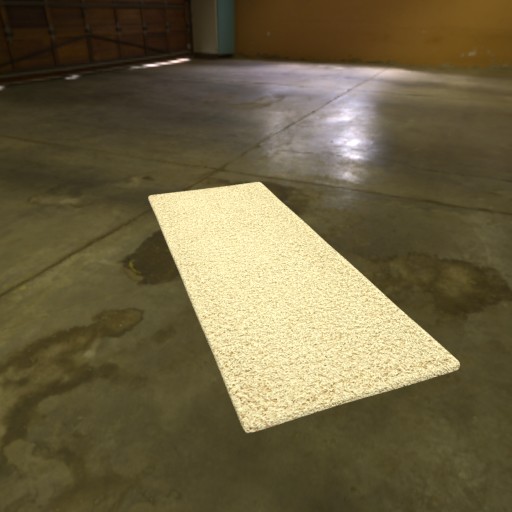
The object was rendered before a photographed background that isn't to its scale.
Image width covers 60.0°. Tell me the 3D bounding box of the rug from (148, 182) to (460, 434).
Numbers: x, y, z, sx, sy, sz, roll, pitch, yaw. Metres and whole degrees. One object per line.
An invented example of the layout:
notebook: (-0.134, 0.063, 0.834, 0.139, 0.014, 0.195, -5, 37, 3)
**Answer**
rug: (0.000, 0.000, 1.713, 0.609, 0.030, 1.524, -10, 30, -17)
